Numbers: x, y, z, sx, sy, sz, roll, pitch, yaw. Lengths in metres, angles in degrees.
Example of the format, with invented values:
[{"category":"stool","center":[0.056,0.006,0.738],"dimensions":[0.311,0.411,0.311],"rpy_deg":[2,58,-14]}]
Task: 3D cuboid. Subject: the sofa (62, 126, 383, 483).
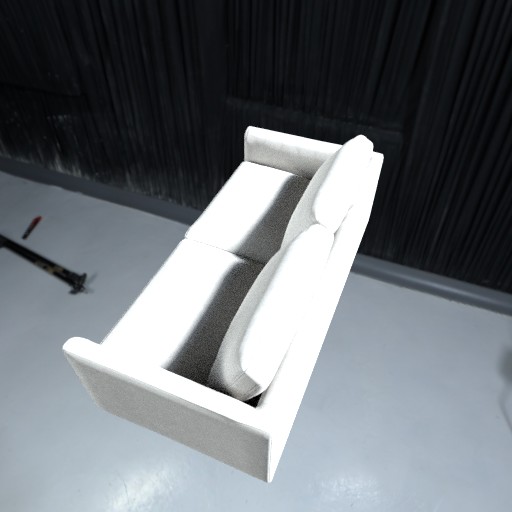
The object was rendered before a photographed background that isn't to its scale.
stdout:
[{"category":"sofa","center":[0.000,0.000,2.819],"dimensions":[1.090,0.838,2.588],"rpy_deg":[17,48,16]}]
